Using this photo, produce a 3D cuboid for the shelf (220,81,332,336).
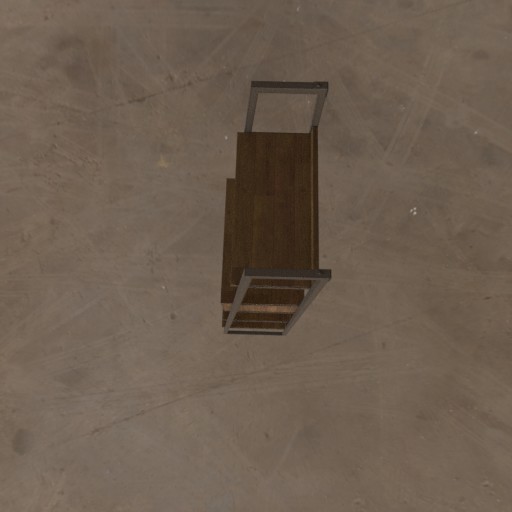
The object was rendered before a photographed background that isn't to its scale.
[{"bbox_3d":[0.000,0.000,2.321,0.454,2.005,0.652,2,75,0],"label":"shelf"}]
